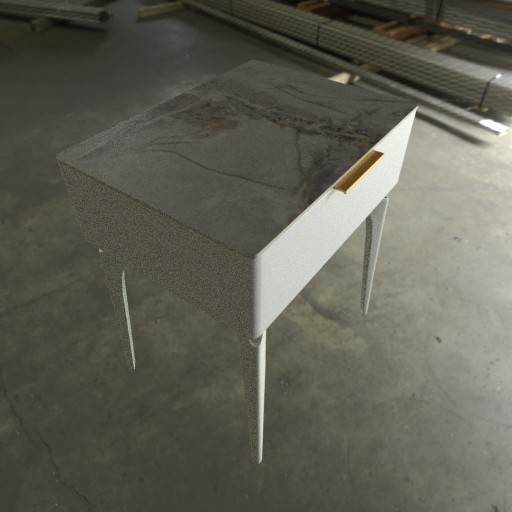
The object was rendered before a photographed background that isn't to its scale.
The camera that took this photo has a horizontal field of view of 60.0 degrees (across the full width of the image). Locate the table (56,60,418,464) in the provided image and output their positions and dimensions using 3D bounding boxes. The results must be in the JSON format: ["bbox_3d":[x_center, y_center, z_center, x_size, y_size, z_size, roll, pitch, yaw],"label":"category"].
[{"bbox_3d":[0.000,0.000,0.919,0.400,0.570,0.500,27,49,26],"label":"table"}]
